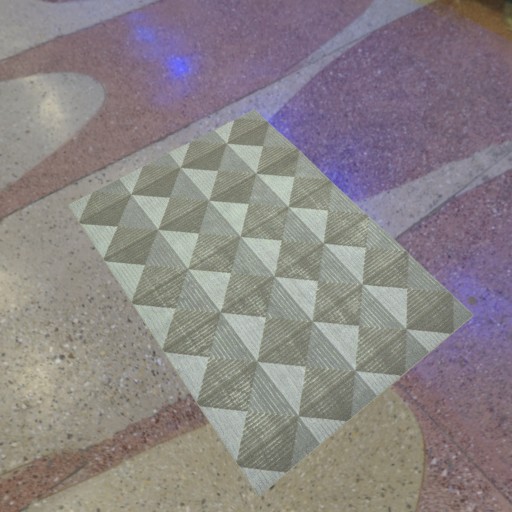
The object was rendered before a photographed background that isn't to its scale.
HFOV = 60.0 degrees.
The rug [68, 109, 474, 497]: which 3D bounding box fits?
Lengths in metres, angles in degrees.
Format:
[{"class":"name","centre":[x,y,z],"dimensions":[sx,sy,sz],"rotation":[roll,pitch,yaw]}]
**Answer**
[{"class":"rug","centre":[0.000,0.000,4.304],"dimensions":[2.428,0.027,3.333],"rotation":[-33,65,-18]}]
